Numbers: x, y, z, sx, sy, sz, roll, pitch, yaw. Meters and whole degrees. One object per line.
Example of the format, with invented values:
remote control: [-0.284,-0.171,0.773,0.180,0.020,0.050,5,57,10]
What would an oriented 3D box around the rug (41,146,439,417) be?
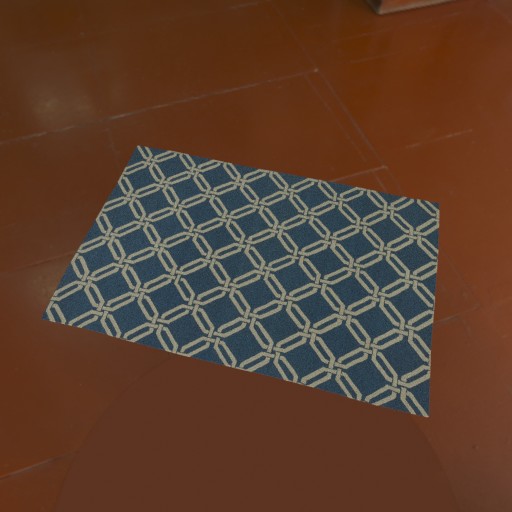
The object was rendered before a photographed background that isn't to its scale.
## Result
rug: [0.000,0.000,2.205,1.755,0.010,1.153,12,59,8]
